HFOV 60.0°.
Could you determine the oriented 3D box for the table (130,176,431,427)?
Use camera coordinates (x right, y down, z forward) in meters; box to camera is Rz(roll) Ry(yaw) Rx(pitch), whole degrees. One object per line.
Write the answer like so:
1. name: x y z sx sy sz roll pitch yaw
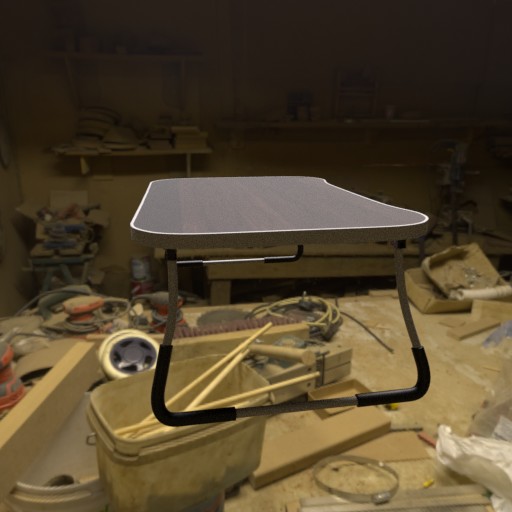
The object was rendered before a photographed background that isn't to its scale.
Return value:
1. table: 0.000 0.000 0.838 0.400 0.232 0.660 -3 16 -9
